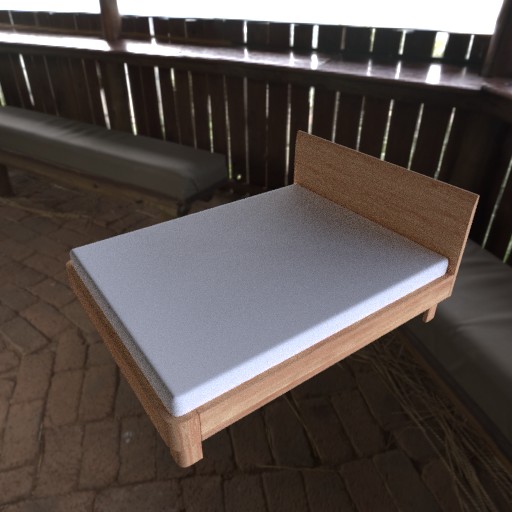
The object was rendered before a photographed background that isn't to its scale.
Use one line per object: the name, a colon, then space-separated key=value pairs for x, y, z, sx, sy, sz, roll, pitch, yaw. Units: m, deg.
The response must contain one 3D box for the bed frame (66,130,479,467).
bed frame: x=0.000 y=0.000 z=2.948 sx=2.092 sy=0.940 sz=1.660 roll=-21 pitch=37 yaw=-29
